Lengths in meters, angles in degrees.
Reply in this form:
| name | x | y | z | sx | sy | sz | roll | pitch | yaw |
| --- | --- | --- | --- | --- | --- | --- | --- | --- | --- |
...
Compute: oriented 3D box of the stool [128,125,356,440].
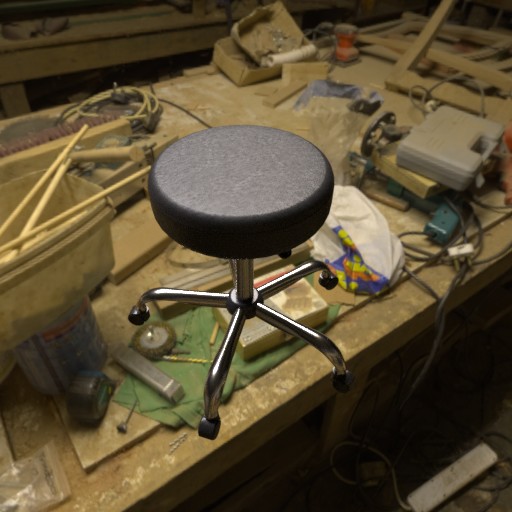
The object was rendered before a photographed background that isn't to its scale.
| name | x | y | z | sx | sy | sz | roll | pitch | yaw |
| --- | --- | --- | --- | --- | --- | --- | --- | --- | --- |
| stool | 0.000 | 0.000 | 1.159 | 0.638 | 0.576 | 0.673 | -25 | 48 | -24 |
